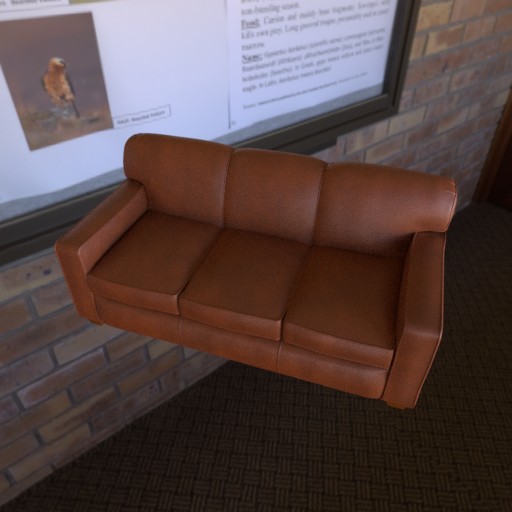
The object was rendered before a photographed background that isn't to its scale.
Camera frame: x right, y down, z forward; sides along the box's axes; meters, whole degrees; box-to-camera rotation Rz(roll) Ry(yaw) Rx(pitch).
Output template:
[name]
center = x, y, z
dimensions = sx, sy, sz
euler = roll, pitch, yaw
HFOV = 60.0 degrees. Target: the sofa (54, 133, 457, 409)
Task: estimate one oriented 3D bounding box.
[sofa]
center = 0.000, 0.000, 2.584
dimensions = 2.039, 0.953, 1.008
euler = 12, 40, 15
